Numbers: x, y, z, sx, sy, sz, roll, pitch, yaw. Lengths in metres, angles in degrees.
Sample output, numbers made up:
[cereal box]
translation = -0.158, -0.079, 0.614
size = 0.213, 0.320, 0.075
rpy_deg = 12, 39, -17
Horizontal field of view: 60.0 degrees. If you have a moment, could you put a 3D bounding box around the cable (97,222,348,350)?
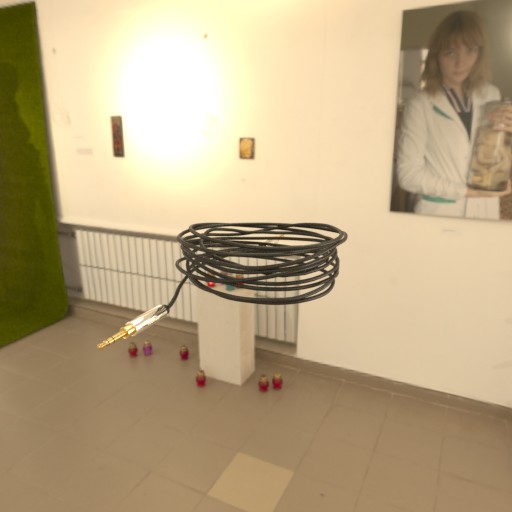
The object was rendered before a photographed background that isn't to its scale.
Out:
[cable]
translation = 0.000, 0.000, 0.521
size = 0.198, 0.069, 0.432
rpy_deg = 8, 17, 25
